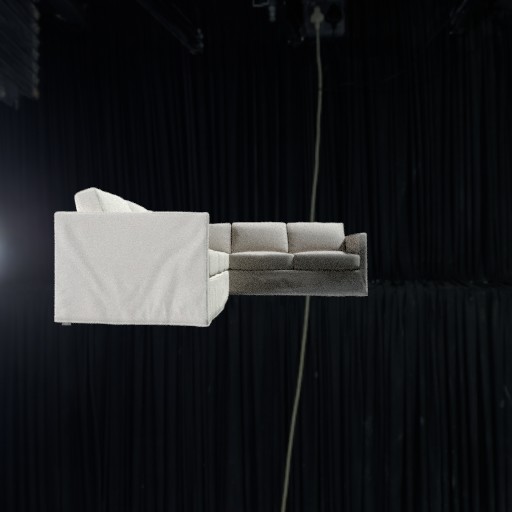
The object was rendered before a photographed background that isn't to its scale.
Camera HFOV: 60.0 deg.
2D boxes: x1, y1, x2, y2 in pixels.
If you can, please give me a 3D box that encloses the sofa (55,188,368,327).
[{"bbox_3d":[0.000,0.000,4.224,2.432,0.871,3.182,0,0,0],"label":"sofa"}]
